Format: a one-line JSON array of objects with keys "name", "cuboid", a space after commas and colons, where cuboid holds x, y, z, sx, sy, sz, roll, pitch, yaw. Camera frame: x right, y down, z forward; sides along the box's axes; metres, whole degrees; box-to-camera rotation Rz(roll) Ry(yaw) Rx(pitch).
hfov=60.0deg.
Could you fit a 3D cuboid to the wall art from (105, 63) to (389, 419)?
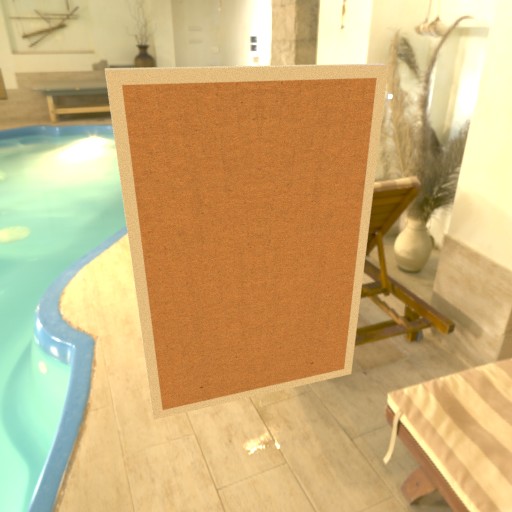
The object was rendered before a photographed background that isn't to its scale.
[{"name": "wall art", "cuboid": [0.000, 0.000, 0.543, 0.293, 0.428, 0.025, -8, 27, -16]}]
